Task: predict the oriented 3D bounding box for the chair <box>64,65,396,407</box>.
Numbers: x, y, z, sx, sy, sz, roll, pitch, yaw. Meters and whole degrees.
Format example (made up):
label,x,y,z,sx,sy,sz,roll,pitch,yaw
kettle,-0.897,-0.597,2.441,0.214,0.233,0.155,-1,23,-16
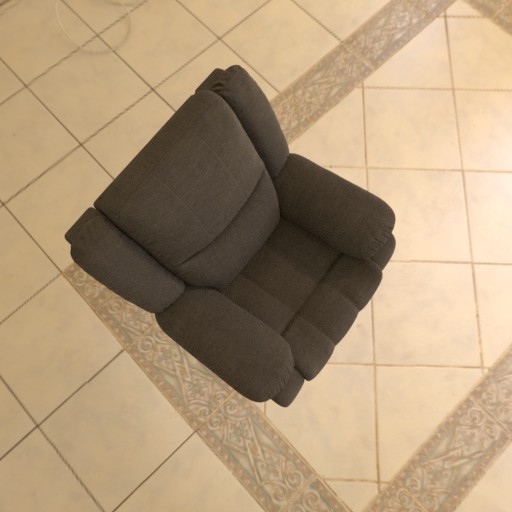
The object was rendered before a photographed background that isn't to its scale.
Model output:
label,x,y,z,sx,sy,sz,roll,pitch,yaw
chair,0.000,0.000,1.760,0.944,1.008,0.899,36,78,9
